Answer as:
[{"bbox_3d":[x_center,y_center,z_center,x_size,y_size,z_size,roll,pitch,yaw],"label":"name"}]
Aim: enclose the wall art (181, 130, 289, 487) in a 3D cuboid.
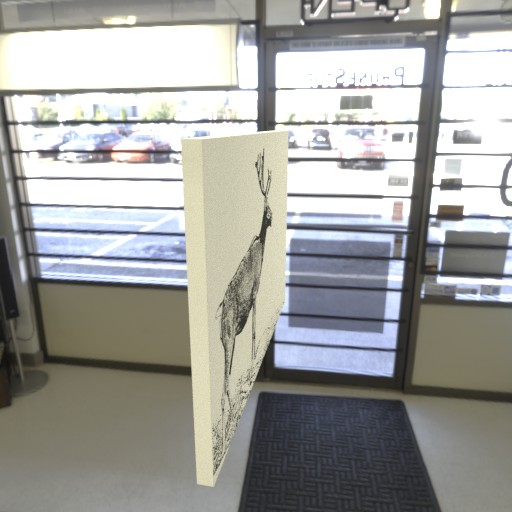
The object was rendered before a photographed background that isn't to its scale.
[{"bbox_3d":[0.000,0.000,1.151,0.033,0.617,0.906,3,17,11],"label":"wall art"}]
